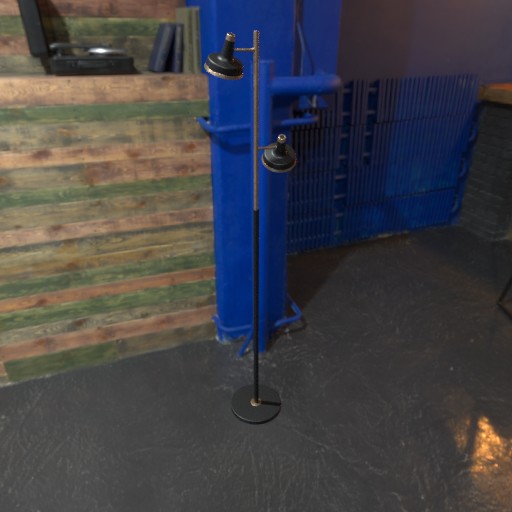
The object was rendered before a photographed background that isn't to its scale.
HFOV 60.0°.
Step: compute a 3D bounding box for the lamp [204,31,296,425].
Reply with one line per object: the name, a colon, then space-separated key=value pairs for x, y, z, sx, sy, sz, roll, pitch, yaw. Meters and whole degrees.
lamp: x=0.000 y=0.000 z=1.850 sx=0.351 sy=1.674 sz=0.253 roll=-9 pitch=28 yaw=-17
